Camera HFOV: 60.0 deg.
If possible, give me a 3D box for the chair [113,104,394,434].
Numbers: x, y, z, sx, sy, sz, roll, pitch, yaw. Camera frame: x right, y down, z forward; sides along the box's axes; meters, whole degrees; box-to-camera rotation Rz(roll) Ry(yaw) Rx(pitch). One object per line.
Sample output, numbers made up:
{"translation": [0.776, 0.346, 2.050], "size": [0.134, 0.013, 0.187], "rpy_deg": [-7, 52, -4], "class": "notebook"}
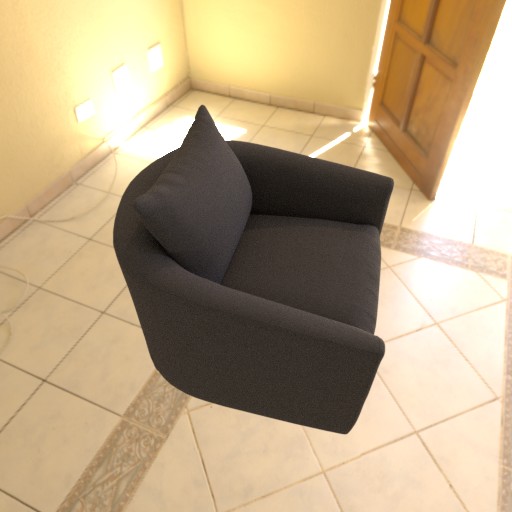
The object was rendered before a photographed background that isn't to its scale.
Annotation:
{"translation": [0.000, 0.000, 1.625], "size": [0.910, 0.848, 0.845], "rpy_deg": [10, 46, 10], "class": "chair"}
